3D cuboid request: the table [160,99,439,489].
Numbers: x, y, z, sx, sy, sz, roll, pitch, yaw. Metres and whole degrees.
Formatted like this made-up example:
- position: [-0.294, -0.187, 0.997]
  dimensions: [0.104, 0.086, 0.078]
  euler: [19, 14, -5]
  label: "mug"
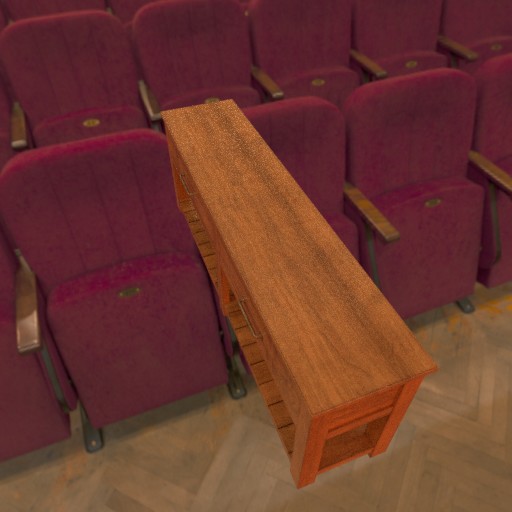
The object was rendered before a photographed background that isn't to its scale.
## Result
- position: [0.000, 0.000, 2.041]
  dimensions: [0.425, 0.635, 1.815]
  euler: [-15, 47, -15]
  label: "table"
